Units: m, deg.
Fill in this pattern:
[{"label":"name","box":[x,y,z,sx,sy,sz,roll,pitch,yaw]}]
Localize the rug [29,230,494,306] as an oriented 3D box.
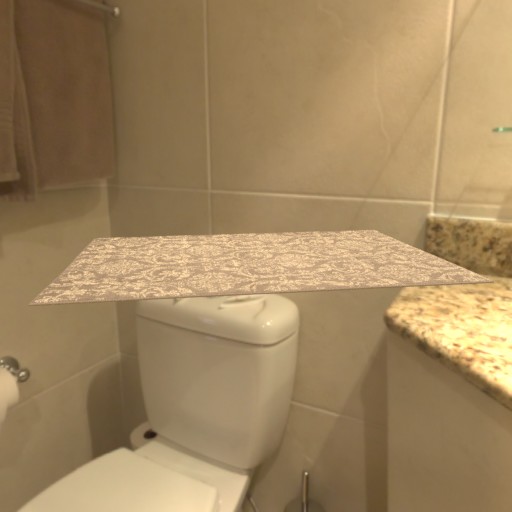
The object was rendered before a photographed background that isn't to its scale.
[{"label":"rug","box":[0.000,0.000,3.448,2.746,0.018,1.819,-2,14,-9]}]
